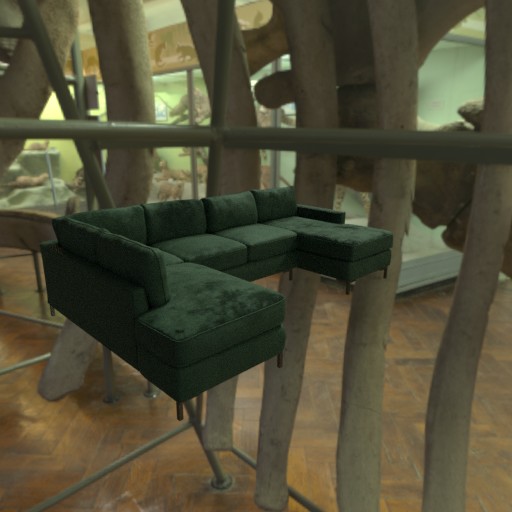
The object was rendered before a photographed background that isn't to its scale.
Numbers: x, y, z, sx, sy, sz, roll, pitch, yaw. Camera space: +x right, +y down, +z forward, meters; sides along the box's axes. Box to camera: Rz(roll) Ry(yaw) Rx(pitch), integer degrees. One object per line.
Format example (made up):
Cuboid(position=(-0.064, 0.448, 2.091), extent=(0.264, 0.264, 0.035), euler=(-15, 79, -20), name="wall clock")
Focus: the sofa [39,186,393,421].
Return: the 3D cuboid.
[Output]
Cuboid(position=(0.000, 0.000, 3.868), extent=(2.994, 0.861, 1.992), euler=(-15, 22, -42), name="sofa")
